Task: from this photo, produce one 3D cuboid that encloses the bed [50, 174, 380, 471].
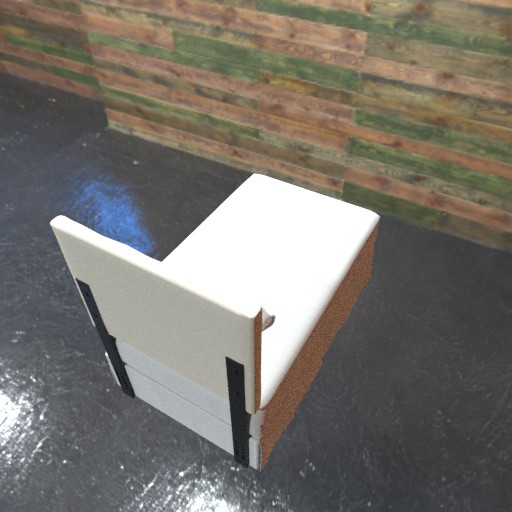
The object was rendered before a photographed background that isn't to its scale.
[{"bbox_3d":[0.000,0.000,3.041,1.261,1.571,1.997,22,49,21],"label":"bed"}]
